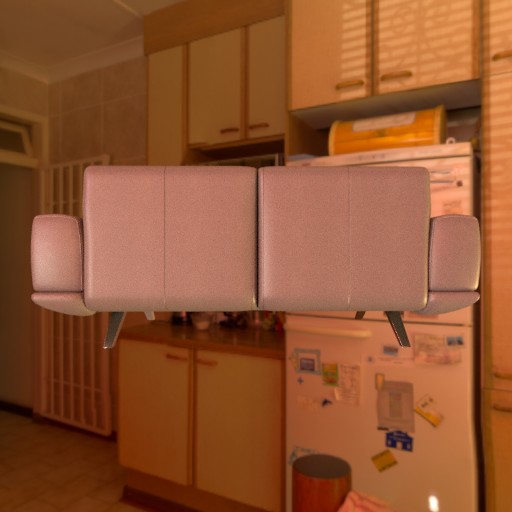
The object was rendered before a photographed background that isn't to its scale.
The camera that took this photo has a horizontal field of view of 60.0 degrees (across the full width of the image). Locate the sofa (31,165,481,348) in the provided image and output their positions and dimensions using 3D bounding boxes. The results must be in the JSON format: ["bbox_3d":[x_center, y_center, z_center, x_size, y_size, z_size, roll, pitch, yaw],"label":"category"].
[{"bbox_3d":[0.000,0.000,2.288,1.901,0.772,0.900,0,0,-1],"label":"sofa"}]
